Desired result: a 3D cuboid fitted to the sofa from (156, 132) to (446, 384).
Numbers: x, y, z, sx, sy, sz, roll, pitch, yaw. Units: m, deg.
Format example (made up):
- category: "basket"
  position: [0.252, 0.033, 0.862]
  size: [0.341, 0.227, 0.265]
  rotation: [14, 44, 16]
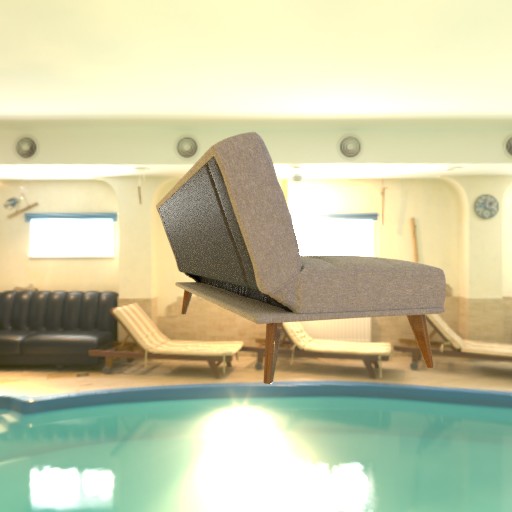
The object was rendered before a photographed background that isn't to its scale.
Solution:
- category: "sofa"
  position: [0.000, 0.000, 2.317]
  size: [0.860, 0.810, 1.800]
  rotation: [0, 0, -18]
